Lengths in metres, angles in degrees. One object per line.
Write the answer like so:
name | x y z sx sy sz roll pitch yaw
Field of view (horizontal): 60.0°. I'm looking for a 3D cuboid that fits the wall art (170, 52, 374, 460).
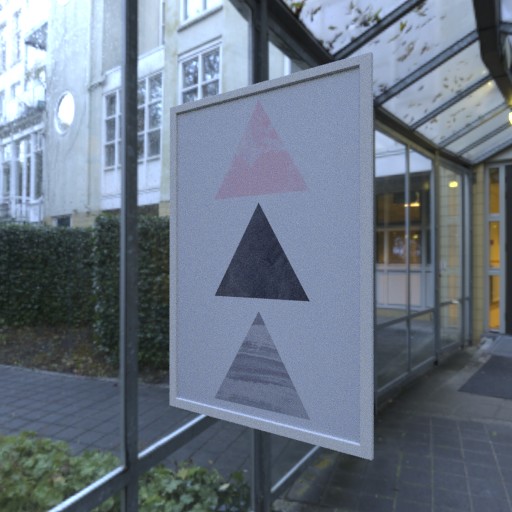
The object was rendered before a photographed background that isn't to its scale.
wall art | 0.000 0.000 1.215 0.659 0.940 0.013 0 0 35
